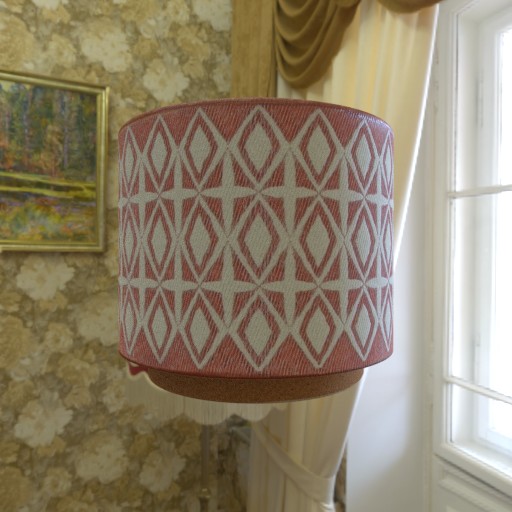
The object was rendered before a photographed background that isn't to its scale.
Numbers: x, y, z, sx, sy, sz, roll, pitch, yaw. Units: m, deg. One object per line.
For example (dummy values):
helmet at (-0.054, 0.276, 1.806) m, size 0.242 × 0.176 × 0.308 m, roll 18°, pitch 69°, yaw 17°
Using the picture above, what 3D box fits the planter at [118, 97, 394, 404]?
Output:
planter at (0.000, 0.000, 0.462) m, size 0.273 × 0.237 × 0.273 m, roll 0°, pitch 0°, yaw 0°
